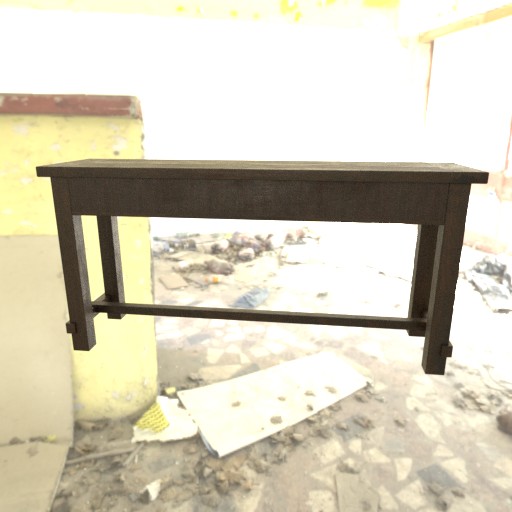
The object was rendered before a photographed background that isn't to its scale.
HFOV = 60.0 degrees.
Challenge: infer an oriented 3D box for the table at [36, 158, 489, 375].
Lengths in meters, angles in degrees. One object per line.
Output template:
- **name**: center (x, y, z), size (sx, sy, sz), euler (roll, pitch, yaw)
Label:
- **table**: center (0.000, 0.000, 1.864), size (1.599, 0.762, 0.442), euler (2, 17, 7)
